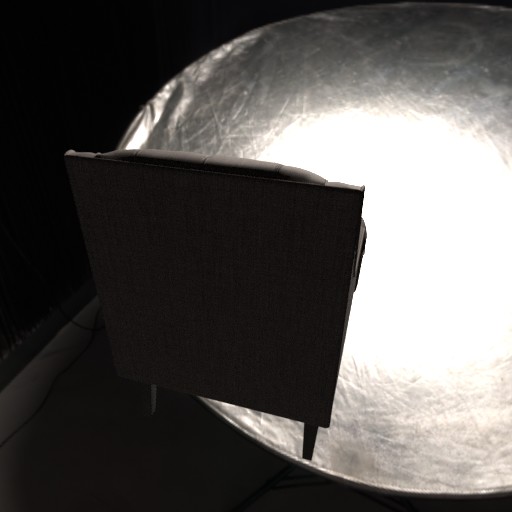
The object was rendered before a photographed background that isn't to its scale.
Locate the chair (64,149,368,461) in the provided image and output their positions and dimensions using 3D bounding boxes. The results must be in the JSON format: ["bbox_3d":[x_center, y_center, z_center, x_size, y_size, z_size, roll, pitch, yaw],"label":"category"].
[{"bbox_3d":[0.000,0.000,1.402,0.655,0.891,0.771,9,34,14],"label":"chair"}]
